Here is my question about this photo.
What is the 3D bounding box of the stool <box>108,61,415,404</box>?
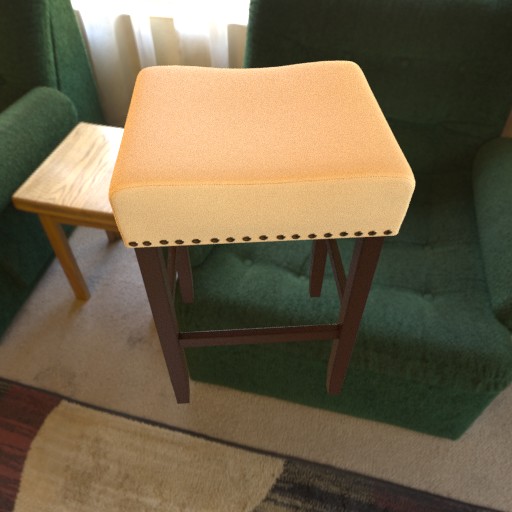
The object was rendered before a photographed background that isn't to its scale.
[{"bbox_3d":[0.000,0.000,1.059,0.471,0.762,0.401,-3,47,-3],"label":"stool"}]
